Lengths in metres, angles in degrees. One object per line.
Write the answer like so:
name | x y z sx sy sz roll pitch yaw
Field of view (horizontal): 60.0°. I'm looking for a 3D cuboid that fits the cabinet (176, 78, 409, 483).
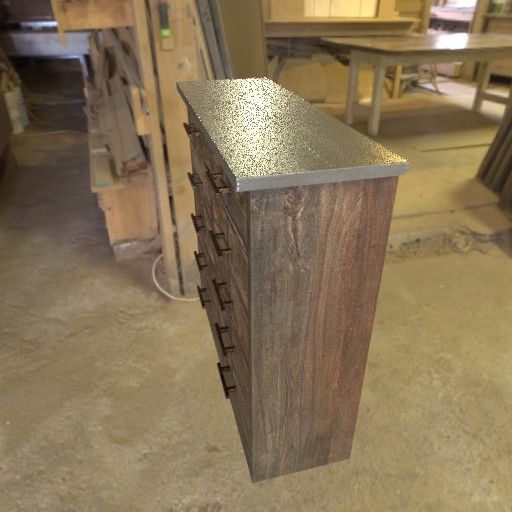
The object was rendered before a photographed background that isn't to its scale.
cabinet | 0.000 0.000 1.429 0.338 0.919 0.968 -8 32 -13
